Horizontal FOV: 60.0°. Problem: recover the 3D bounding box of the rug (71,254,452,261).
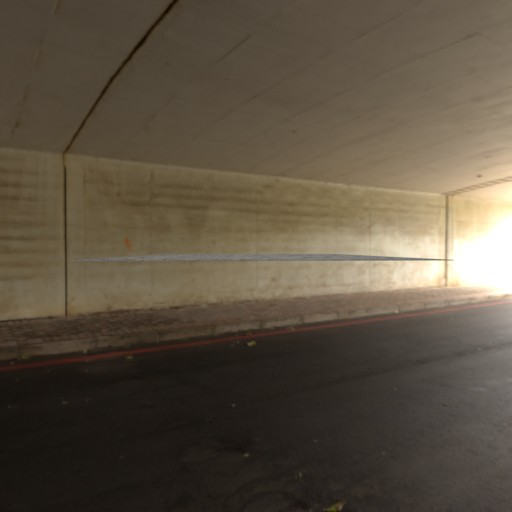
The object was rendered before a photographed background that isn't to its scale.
[{"bbox_3d":[0.000,0.000,2.299,1.206,0.003,1.835,0,1,-2],"label":"rug"}]
